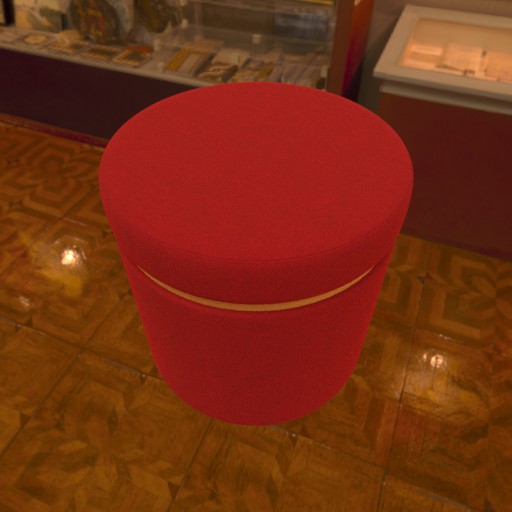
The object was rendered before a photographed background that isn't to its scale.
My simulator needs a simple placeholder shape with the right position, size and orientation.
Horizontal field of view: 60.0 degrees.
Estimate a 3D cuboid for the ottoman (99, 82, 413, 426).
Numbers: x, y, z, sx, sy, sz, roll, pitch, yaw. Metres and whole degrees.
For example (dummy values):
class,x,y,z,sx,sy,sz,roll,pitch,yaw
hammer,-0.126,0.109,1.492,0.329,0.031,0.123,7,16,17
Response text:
class,x,y,z,sx,sy,sz,roll,pitch,yaw
ottoman,0.000,0.000,0.710,0.400,0.406,0.400,0,46,0
